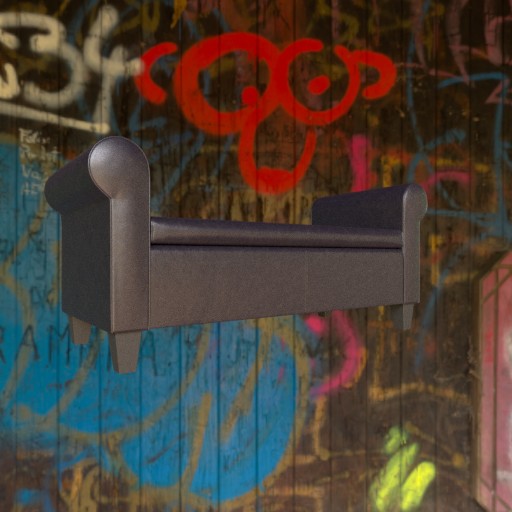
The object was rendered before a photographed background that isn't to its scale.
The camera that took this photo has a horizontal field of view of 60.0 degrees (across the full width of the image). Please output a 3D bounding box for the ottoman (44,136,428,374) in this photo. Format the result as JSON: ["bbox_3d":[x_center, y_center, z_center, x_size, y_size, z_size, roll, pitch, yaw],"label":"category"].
[{"bbox_3d":[0.000,0.000,1.533,1.256,0.547,0.521,0,0,-35],"label":"ottoman"}]
